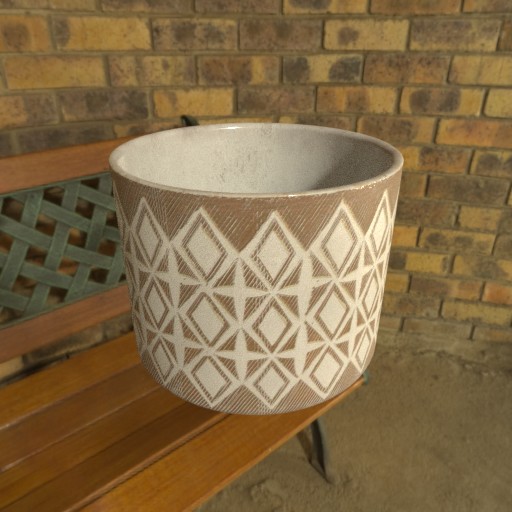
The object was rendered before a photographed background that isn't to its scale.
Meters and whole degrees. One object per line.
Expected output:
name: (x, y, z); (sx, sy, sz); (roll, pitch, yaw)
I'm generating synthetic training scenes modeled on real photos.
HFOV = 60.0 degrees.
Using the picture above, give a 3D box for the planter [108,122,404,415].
planter: (0.000, 0.000, 0.339); (0.193, 0.165, 0.193); (0, 27, 0)
